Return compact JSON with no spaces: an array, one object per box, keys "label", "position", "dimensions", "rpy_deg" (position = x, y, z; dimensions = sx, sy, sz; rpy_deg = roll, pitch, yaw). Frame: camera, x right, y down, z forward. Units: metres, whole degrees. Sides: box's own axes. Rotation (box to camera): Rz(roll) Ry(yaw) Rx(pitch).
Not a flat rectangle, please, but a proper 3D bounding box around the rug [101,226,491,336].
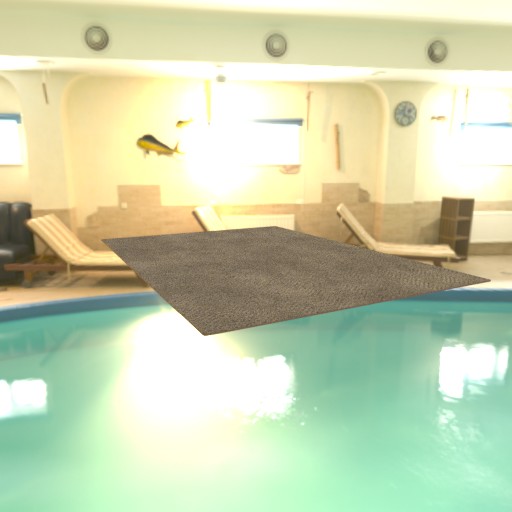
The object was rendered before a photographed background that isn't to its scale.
[{"label":"rug","position":[0.000,0.000,2.911],"dimensions":[1.600,0.008,2.235],"rpy_deg":[-6,14,-27]}]
